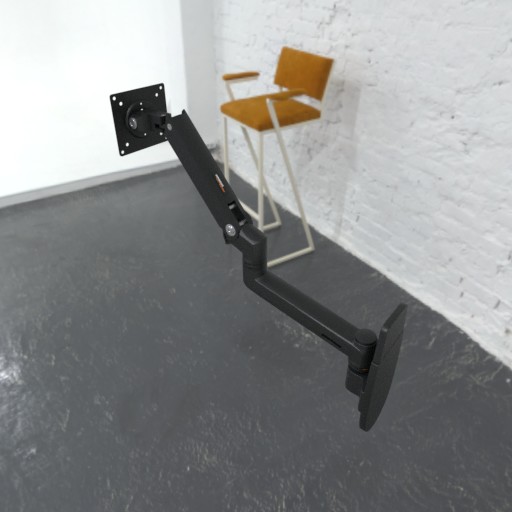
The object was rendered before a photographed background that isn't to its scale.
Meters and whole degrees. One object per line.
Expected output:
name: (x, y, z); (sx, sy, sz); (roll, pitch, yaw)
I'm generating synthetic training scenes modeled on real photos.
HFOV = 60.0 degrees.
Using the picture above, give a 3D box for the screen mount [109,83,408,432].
screen mount: (0.000, 0.000, 0.734); (0.495, 0.466, 0.115); (23, 39, 31)
